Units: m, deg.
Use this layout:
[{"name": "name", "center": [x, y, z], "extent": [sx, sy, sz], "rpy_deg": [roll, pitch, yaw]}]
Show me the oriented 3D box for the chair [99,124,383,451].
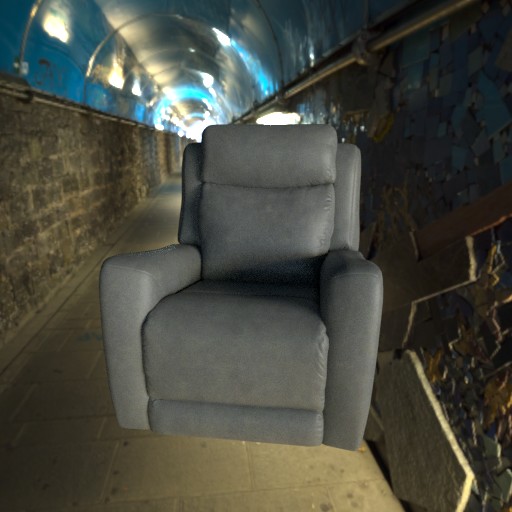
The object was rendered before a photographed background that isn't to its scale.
[{"name": "chair", "center": [0.000, 0.000, 1.912], "extent": [0.965, 1.116, 1.068], "rpy_deg": [2, 15, 9]}]
